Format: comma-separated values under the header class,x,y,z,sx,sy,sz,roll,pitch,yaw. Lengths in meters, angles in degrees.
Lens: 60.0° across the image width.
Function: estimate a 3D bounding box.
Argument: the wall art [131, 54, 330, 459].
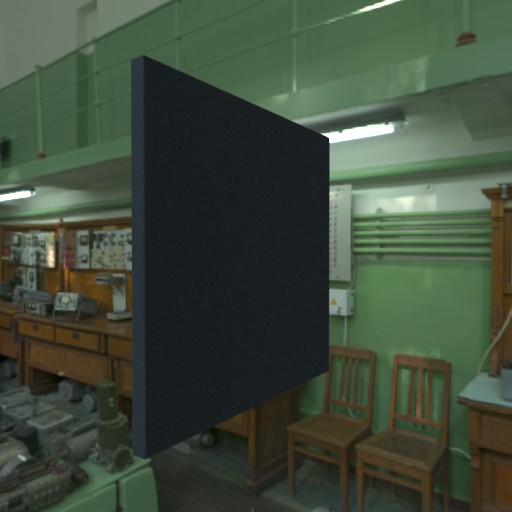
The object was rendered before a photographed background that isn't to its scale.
class,x,y,z,sx,sy,sz,roll,pitch,yaw
wall art,0.000,0.000,1.151,0.038,0.762,0.762,1,1,36
